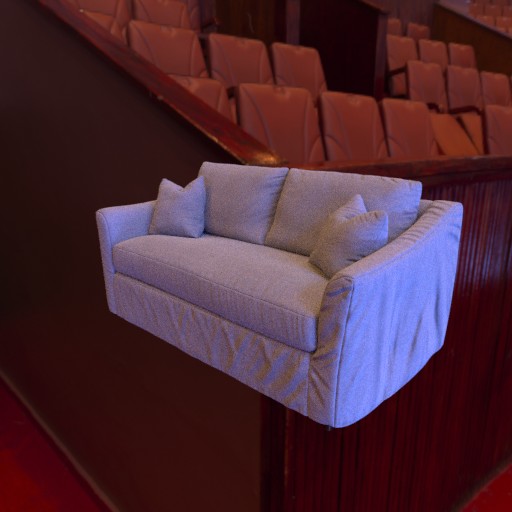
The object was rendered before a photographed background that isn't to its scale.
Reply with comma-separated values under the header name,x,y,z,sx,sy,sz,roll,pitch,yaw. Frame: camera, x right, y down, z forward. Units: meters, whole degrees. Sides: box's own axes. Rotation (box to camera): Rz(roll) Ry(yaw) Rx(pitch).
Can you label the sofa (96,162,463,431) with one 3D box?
name,x,y,z,sx,sy,sz,roll,pitch,yaw
sofa,0.000,0.000,2.684,2.010,1.018,1.072,15,21,42
